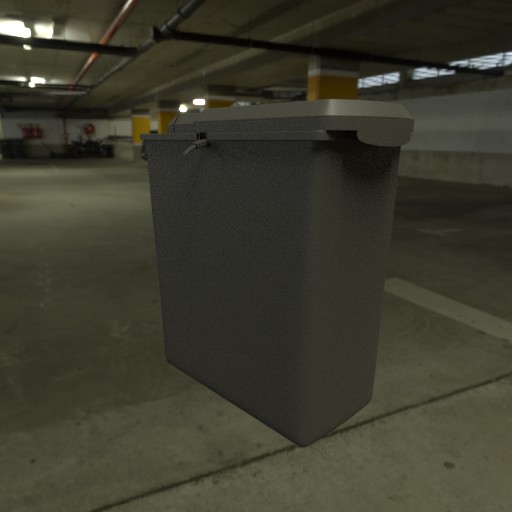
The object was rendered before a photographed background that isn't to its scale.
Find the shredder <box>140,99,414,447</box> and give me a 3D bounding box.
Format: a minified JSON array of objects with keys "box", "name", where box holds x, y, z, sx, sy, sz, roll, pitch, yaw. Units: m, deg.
[{"box":[0.000,0.000,0.518,0.170,0.335,0.320,-14,20,-42],"name":"shredder"}]
